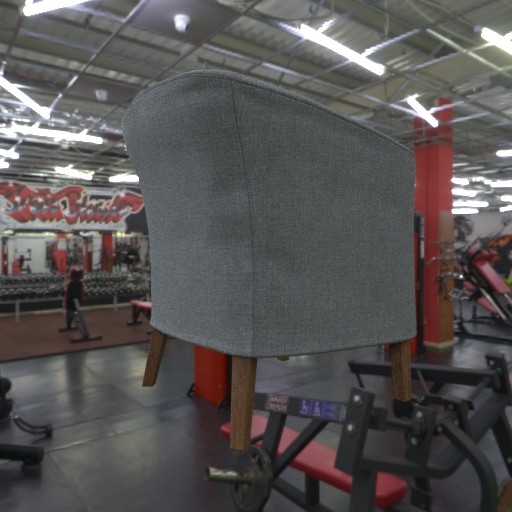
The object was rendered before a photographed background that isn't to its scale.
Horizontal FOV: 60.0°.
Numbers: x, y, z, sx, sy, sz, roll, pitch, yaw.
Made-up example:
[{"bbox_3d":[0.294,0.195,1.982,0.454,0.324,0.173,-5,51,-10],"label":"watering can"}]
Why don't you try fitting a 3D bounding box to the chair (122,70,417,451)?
[{"bbox_3d":[0.000,0.000,1.227,0.668,0.771,0.600,-1,1,-35],"label":"chair"}]
